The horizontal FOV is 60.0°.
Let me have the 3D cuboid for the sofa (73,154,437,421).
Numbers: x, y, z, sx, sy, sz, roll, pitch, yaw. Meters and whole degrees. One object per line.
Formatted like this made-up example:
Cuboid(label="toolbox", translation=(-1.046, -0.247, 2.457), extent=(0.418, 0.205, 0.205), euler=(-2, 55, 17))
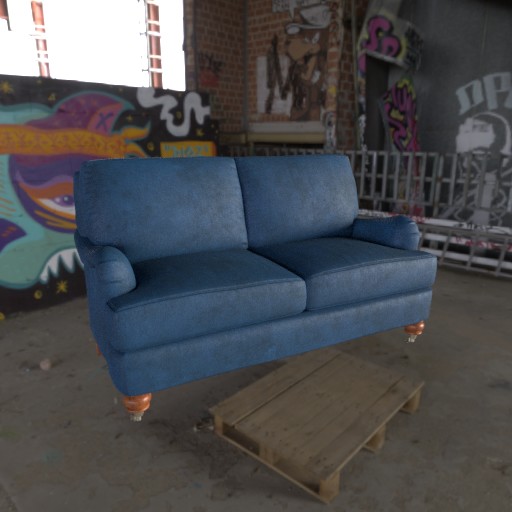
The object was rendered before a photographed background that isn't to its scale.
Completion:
Cuboid(label="sofa", translation=(0.000, 0.000, 2.534), extent=(1.853, 1.101, 1.084), euler=(-8, 17, -27))
